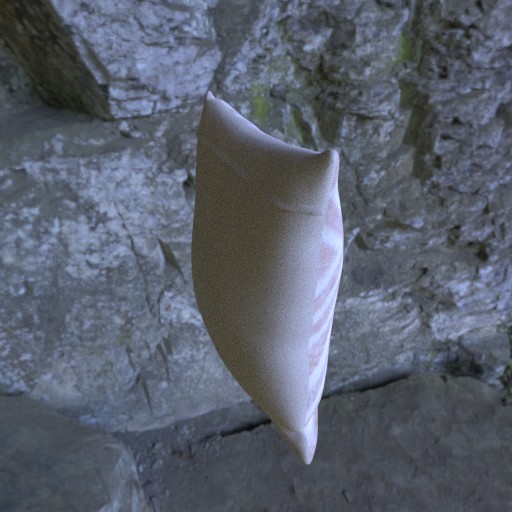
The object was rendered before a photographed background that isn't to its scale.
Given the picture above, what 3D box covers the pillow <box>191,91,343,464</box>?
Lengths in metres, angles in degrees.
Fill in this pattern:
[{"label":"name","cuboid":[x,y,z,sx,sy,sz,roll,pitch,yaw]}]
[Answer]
[{"label":"pillow","cuboid":[0.000,0.000,0.691,0.182,0.441,0.440,-11,31,-19]}]
